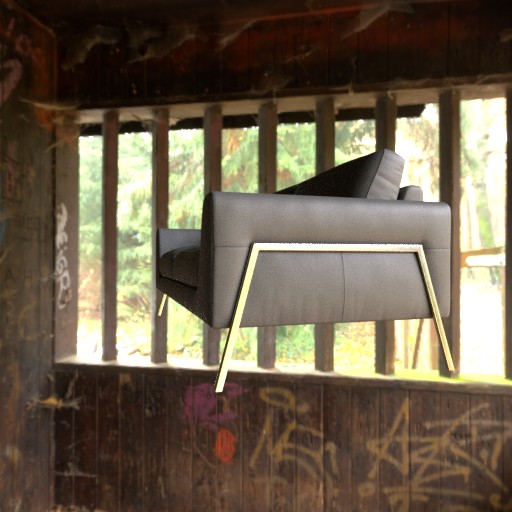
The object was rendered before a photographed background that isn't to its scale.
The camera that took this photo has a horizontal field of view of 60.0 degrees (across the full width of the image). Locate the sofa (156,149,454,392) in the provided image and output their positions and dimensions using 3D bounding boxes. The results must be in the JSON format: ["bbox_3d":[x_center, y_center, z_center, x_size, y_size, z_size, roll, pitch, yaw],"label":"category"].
[{"bbox_3d":[0.000,0.000,2.494,0.953,0.875,2.017,0,0,-18],"label":"sofa"}]
